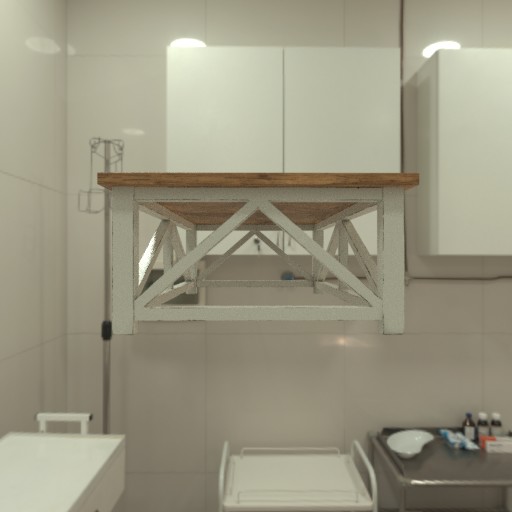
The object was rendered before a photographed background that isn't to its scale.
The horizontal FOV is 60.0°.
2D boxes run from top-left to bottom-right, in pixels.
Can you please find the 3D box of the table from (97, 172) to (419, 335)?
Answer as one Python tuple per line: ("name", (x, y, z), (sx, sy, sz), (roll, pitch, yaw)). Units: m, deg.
("table", (0.000, 0.000, 1.798), (0.800, 0.410, 1.400), (0, 0, -1))
